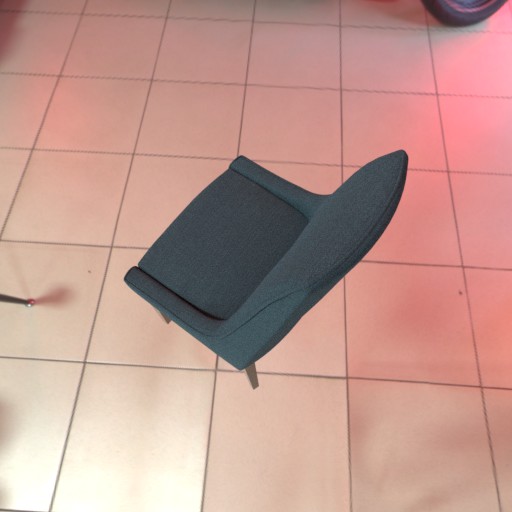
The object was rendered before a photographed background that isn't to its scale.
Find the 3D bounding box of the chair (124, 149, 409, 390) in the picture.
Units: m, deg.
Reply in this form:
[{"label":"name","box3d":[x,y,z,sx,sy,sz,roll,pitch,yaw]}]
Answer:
[{"label":"chair","box3d":[0.000,0.000,1.205,0.544,0.861,0.529,33,68,15]}]
